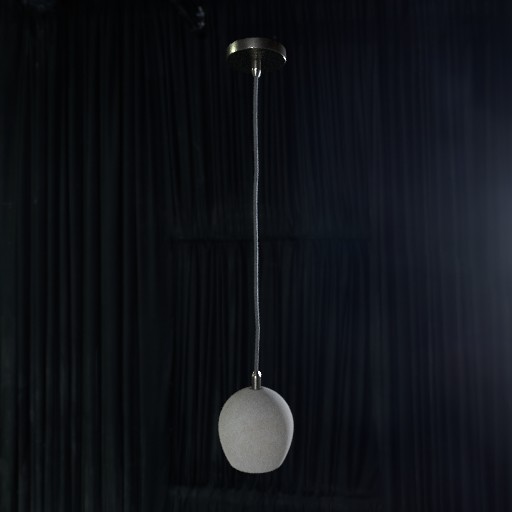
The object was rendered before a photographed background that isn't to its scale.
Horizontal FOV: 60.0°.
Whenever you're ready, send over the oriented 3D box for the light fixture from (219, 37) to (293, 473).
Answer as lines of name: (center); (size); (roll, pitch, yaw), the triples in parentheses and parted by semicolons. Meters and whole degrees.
light fixture: (0.000, 0.000, 0.829); (0.139, 0.764, 0.139); (0, 0, 2)
